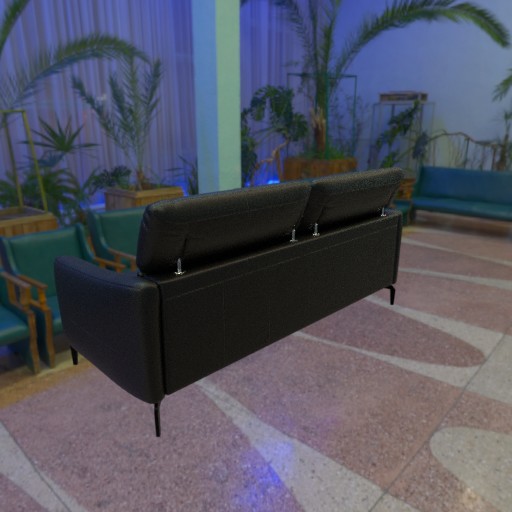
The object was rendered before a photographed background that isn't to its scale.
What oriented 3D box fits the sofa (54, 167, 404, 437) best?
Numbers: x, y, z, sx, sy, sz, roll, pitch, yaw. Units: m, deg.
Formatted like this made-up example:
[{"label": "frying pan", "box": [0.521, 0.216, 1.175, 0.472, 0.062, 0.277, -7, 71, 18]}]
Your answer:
[{"label": "sofa", "box": [0.000, 0.000, 2.583, 2.069, 0.957, 0.856, -16, 23, -43]}]
